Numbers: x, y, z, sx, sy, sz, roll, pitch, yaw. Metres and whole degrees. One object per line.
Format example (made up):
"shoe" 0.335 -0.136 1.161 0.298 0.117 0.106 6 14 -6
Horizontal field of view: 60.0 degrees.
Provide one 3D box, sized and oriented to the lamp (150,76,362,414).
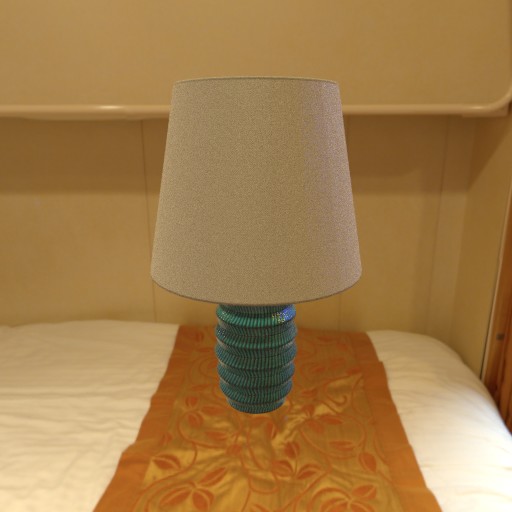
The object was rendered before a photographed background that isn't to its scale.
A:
"lamp" 0.000 0.000 0.543 0.254 0.392 0.254 0 16 0
